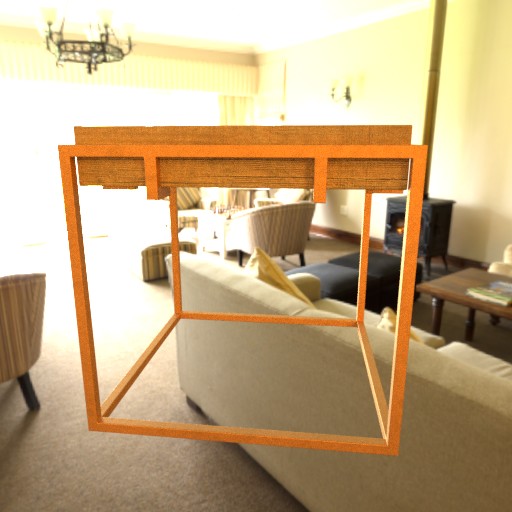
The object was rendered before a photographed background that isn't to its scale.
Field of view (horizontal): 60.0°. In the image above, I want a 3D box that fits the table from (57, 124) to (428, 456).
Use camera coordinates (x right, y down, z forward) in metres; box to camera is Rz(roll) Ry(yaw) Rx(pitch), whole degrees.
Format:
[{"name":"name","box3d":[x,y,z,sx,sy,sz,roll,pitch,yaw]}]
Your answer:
[{"name":"table","box3d":[0.000,0.000,1.062,0.599,0.584,0.599,2,15,7]}]
